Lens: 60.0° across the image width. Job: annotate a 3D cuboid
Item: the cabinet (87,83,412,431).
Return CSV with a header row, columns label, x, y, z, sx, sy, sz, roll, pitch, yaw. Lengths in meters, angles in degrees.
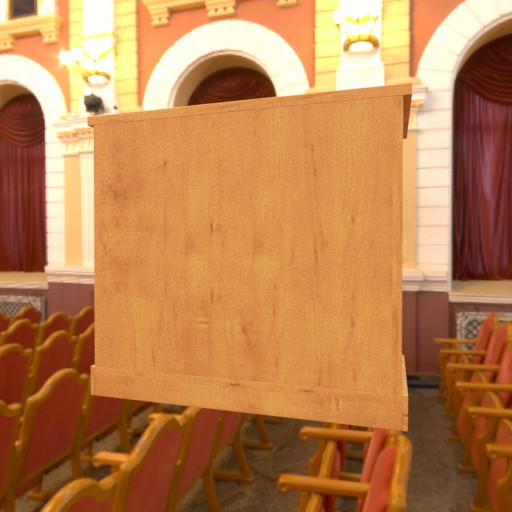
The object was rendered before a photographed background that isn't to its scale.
label,x,y,z,sx,sy,sz,roll,pitch,yaw
cabinet,0.000,0.000,1.416,0.920,0.840,0.450,0,1,17
